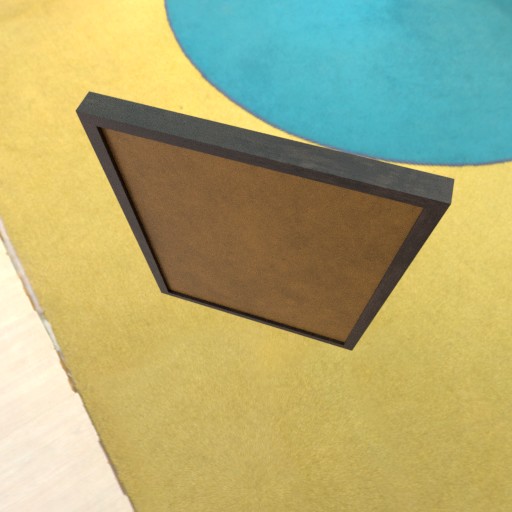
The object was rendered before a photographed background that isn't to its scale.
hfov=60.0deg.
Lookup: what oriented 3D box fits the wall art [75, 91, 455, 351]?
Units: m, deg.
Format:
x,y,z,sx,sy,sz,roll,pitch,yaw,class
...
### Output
x,y,z,sx,sy,sz,roll,pitch,yaw,class
0.000,0.000,0.555,0.329,0.406,0.027,16,63,8,wall art
